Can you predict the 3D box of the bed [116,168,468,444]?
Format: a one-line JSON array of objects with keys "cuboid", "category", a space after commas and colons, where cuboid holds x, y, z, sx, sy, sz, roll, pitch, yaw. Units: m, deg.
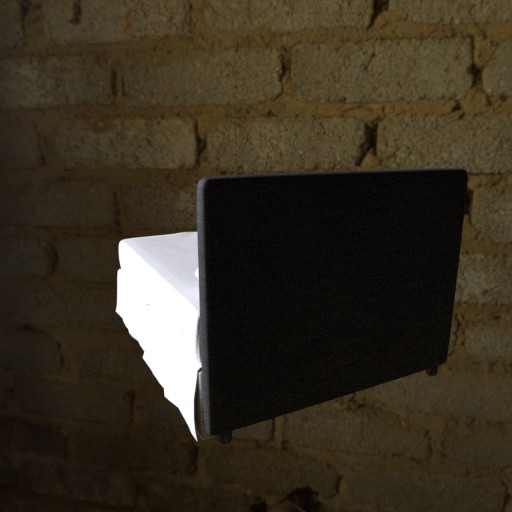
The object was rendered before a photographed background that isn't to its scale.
[{"cuboid": [0.000, 0.000, 3.251, 1.723, 1.330, 2.142, -7, 16, -26], "category": "bed"}]
